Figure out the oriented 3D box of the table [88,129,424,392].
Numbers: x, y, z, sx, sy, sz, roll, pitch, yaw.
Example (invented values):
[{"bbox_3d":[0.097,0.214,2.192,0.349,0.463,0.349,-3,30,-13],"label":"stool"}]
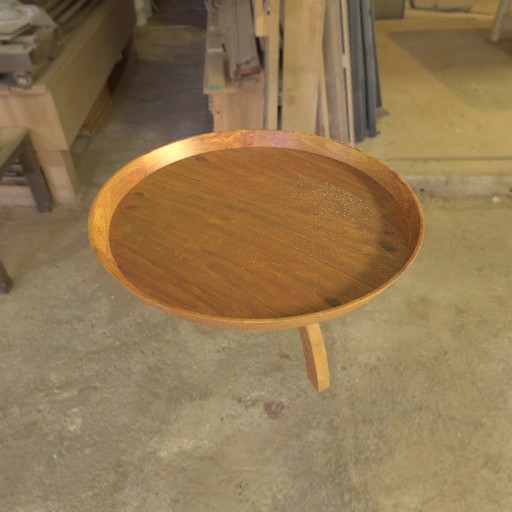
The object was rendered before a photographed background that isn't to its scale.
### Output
[{"bbox_3d":[0.000,0.000,1.542,1.016,0.470,1.016,0,41,0],"label":"table"}]
